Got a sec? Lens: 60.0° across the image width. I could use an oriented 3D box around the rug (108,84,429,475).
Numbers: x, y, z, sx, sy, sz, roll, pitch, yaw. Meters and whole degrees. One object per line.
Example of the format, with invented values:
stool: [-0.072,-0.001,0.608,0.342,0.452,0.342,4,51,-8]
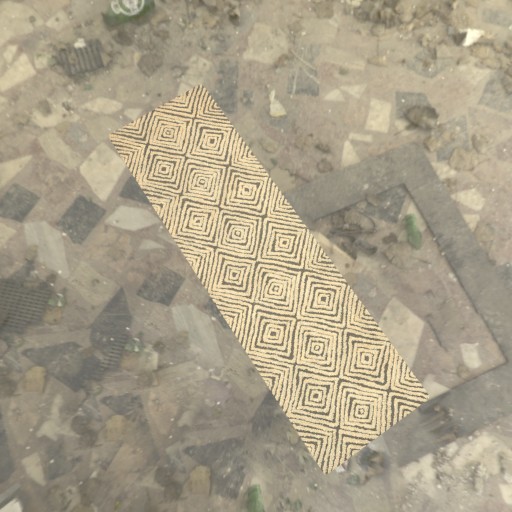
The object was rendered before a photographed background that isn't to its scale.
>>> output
rug: [0.000,0.000,2.513,0.676,0.008,2.277,-32,77,-8]
